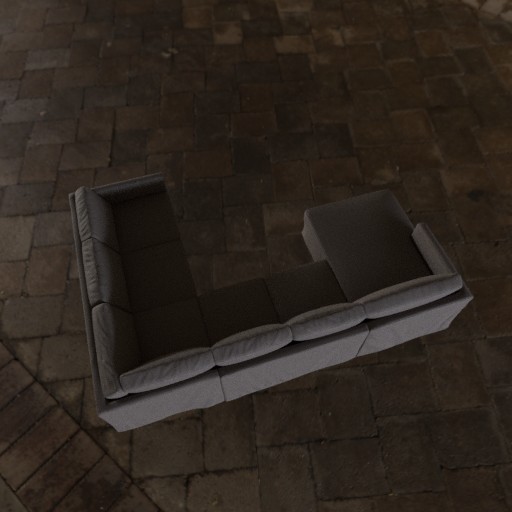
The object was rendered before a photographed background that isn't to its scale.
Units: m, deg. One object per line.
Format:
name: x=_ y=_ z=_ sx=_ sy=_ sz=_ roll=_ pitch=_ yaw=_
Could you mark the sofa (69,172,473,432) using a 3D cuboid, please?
sofa: x=0.000 y=0.000 z=4.642 sx=3.528 sy=0.878 sz=2.476 roll=-15 pitch=60 yaw=-9
